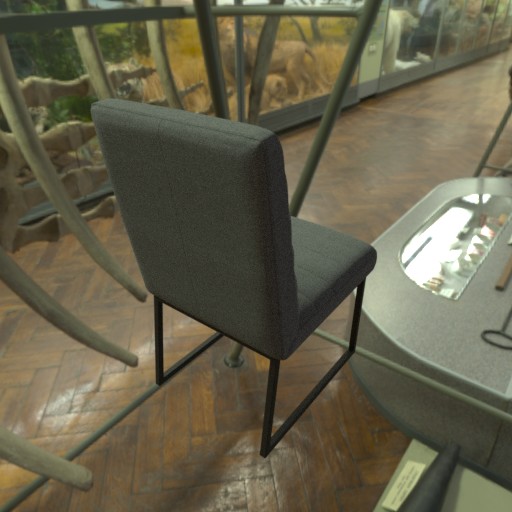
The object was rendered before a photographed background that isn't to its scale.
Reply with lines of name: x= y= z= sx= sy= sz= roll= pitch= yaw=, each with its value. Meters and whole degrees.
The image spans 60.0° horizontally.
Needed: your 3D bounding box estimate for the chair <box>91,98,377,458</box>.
chair: x=0.000 y=0.000 z=1.319 sx=0.520 sy=0.930 sz=0.634 roll=21 pitch=36 yaw=32
